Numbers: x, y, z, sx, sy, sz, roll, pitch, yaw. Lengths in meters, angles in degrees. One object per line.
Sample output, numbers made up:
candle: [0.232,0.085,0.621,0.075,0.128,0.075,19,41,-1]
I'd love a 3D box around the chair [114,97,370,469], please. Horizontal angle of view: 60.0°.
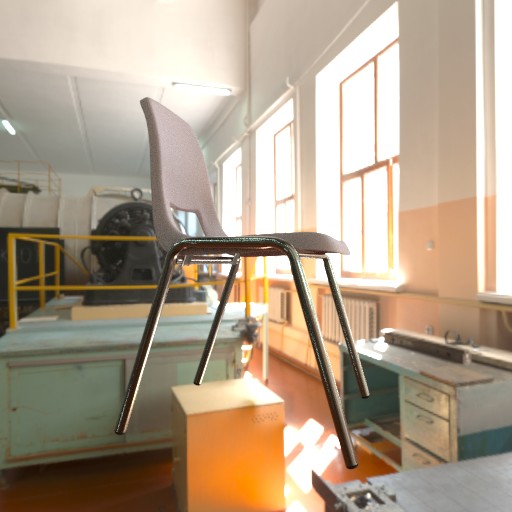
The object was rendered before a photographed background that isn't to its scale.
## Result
chair: [0.000,0.000,0.913,0.436,0.653,0.381,0,-1,17]
